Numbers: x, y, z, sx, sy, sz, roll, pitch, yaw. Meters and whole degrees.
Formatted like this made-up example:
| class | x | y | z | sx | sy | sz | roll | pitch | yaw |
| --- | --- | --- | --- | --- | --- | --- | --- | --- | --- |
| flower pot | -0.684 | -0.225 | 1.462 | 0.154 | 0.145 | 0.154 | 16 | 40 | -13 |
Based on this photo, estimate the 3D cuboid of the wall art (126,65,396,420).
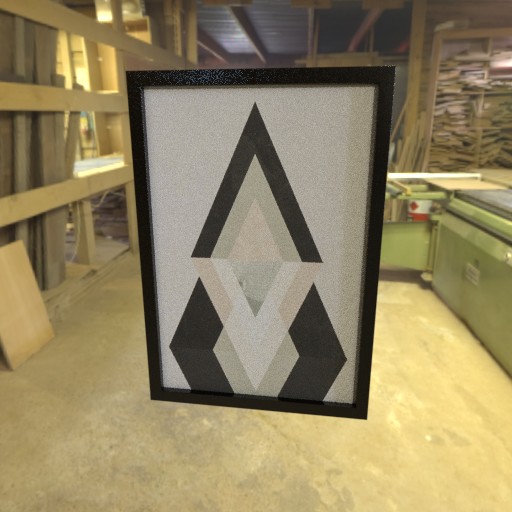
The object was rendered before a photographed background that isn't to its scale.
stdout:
| class | x | y | z | sx | sy | sz | roll | pitch | yaw |
| --- | --- | --- | --- | --- | --- | --- | --- | --- | --- |
| wall art | 0.000 | 0.000 | 0.582 | 0.314 | 0.455 | 0.019 | 2 | 16 | 8 |
